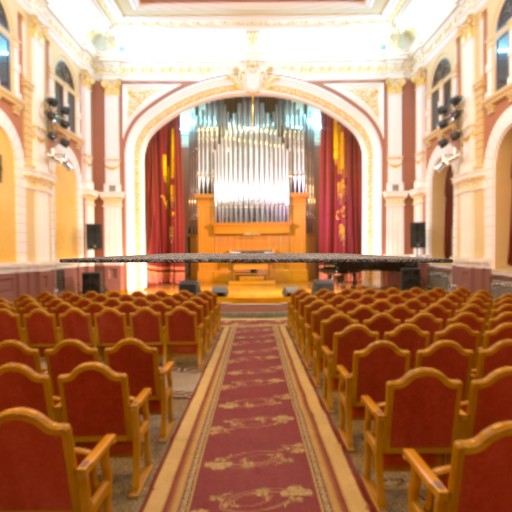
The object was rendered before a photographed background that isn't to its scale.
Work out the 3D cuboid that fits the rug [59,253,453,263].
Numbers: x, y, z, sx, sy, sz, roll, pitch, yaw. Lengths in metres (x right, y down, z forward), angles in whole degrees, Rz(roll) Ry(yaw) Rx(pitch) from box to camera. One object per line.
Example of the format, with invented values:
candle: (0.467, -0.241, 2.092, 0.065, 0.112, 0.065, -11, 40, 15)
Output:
rug: (0.000, 0.000, 2.225, 1.189, 0.011, 1.808, 0, 1, 0)
